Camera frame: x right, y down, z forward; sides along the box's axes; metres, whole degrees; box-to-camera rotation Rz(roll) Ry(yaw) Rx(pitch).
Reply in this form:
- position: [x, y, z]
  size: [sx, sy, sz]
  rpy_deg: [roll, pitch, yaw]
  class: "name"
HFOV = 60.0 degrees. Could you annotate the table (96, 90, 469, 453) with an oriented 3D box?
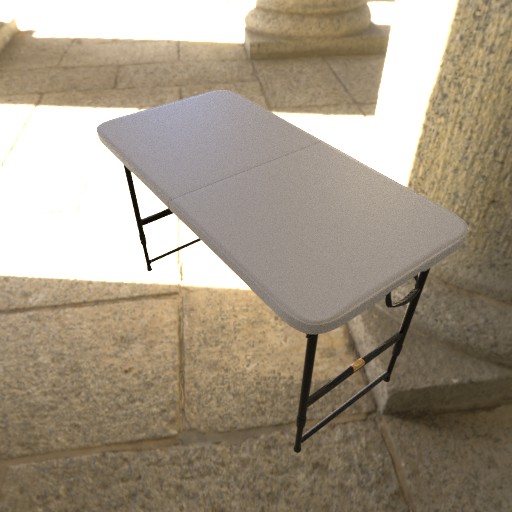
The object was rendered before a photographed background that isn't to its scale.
- position: [0.000, 0.000, 1.647]
  size: [0.611, 0.737, 1.245]
  rpy_deg: [-27, 48, -26]
  class: "table"
